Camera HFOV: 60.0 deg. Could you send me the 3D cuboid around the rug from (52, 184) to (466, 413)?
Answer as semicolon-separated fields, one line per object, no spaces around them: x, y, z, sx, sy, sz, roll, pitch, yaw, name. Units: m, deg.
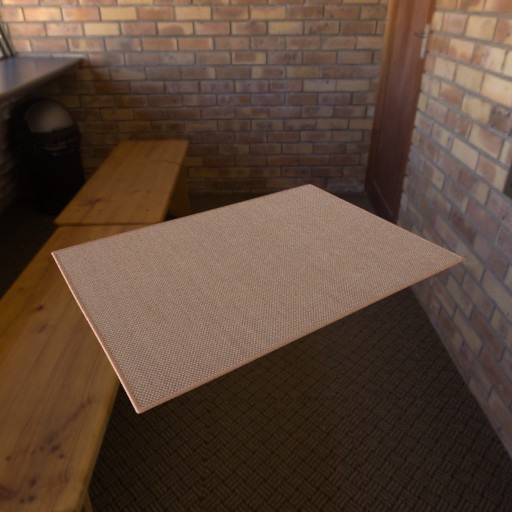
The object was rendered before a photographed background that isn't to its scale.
0.000;0.000;2.792;2.134;0.013;1.524;-19;35;-28;rug
